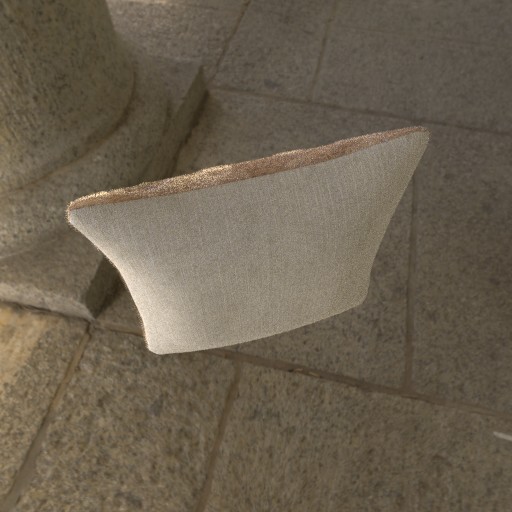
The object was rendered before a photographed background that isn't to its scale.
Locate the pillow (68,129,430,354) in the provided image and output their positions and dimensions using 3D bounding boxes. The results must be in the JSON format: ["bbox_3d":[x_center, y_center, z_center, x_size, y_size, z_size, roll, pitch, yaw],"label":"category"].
[{"bbox_3d":[0.000,0.000,0.834,0.538,0.525,0.216,-13,57,-9],"label":"pillow"}]
